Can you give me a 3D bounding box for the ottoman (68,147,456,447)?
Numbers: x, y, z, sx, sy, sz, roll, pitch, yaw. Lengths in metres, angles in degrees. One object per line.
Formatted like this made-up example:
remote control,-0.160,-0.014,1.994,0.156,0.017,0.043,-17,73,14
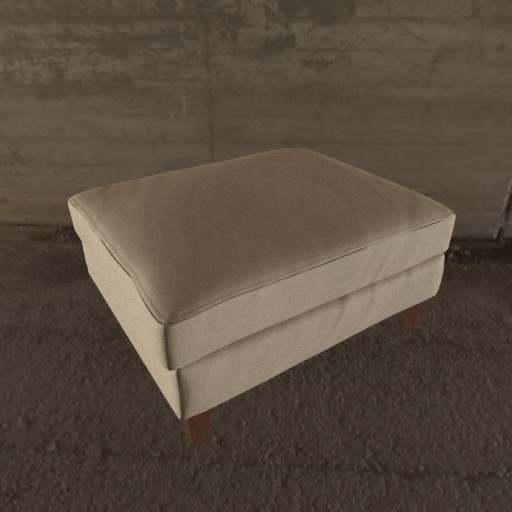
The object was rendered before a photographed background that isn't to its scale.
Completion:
ottoman,0.000,0.000,1.520,1.002,0.492,0.836,-19,36,-28
